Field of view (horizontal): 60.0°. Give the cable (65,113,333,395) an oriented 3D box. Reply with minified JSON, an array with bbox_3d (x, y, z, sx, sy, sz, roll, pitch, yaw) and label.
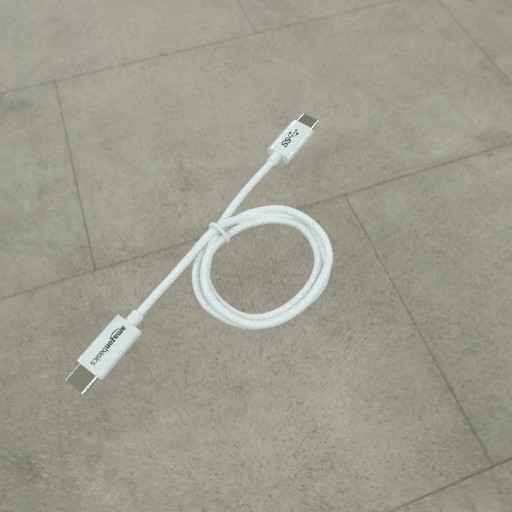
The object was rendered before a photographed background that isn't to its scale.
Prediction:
[{"bbox_3d":[0.000,0.000,0.210,0.070,0.014,0.186,32,67,15],"label":"cable"}]
